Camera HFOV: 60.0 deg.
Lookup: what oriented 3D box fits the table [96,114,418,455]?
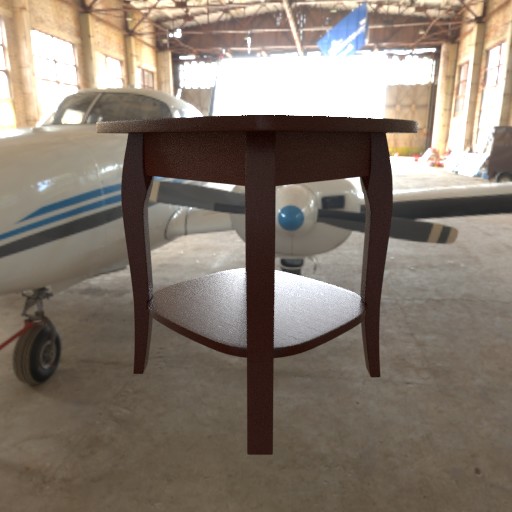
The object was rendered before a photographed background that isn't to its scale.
[{"bbox_3d":[0.000,0.000,0.857,0.433,0.496,0.502,-14,21,-43],"label":"table"}]
